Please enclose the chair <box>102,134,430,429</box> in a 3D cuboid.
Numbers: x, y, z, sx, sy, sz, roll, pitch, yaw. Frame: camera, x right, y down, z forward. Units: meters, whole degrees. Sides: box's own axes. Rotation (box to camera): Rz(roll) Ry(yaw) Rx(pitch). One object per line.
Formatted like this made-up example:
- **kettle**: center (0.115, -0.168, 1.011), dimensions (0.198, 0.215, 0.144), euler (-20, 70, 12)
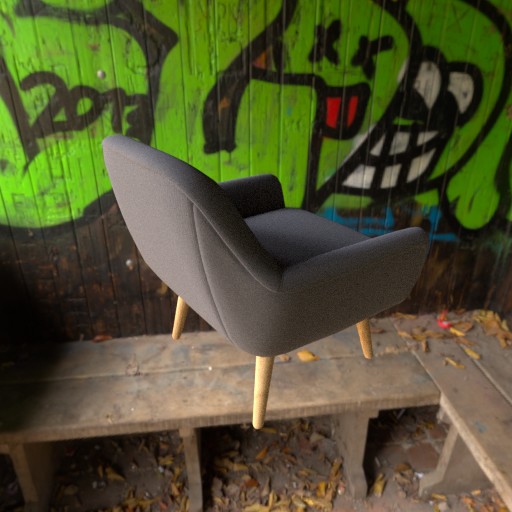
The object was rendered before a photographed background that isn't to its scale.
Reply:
- **chair**: center (0.000, 0.000, 1.413), dimensions (0.779, 0.800, 0.770), euler (-17, 31, -32)
